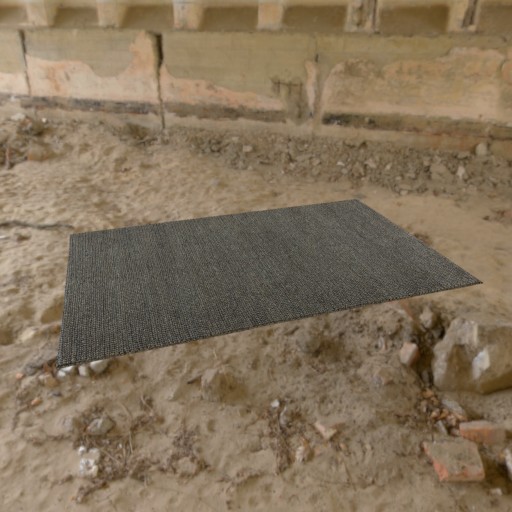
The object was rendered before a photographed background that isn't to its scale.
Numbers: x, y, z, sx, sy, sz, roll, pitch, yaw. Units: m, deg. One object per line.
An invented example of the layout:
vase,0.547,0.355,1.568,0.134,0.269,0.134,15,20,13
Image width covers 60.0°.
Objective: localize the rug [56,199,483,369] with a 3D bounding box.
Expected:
rug,0.000,0.000,3.023,2.443,0.021,1.538,-9,29,-16
